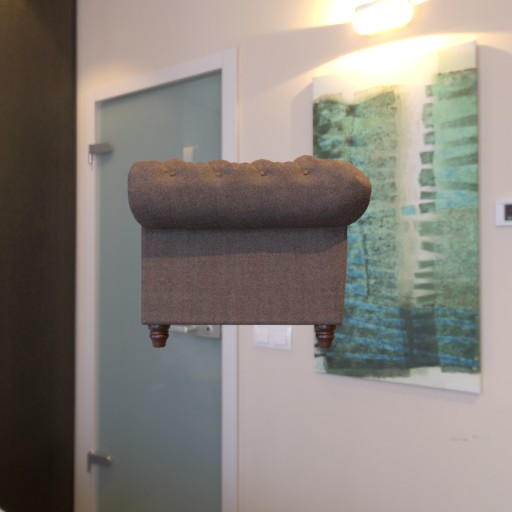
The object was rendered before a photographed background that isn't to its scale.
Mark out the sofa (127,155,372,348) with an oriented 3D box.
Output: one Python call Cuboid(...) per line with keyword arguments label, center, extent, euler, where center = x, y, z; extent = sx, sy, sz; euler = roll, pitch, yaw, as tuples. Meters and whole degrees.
Cuboid(label="sofa", center=(0.000, 0.000, 2.805), extent=(0.944, 0.787, 2.385), euler=(0, -1, 0))
